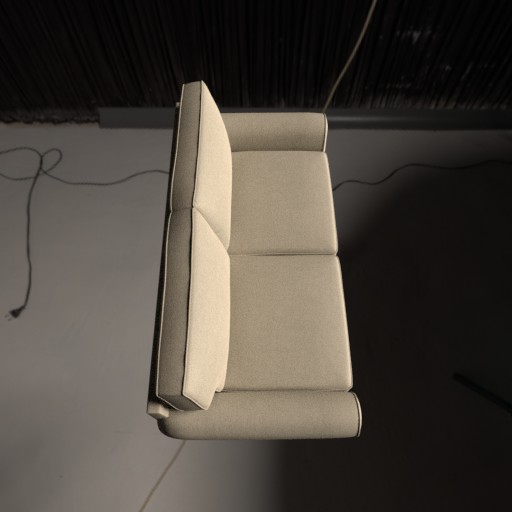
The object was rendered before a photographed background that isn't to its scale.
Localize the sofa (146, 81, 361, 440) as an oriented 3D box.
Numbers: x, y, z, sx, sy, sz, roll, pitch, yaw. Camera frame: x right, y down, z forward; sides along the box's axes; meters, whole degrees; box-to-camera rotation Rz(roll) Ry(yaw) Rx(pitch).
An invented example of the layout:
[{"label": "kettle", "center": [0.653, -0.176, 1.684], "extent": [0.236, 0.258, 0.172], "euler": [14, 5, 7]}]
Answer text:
[{"label": "sofa", "center": [0.000, 0.000, 2.293], "extent": [0.861, 0.933, 1.774], "euler": [-1, 63, 0]}]
